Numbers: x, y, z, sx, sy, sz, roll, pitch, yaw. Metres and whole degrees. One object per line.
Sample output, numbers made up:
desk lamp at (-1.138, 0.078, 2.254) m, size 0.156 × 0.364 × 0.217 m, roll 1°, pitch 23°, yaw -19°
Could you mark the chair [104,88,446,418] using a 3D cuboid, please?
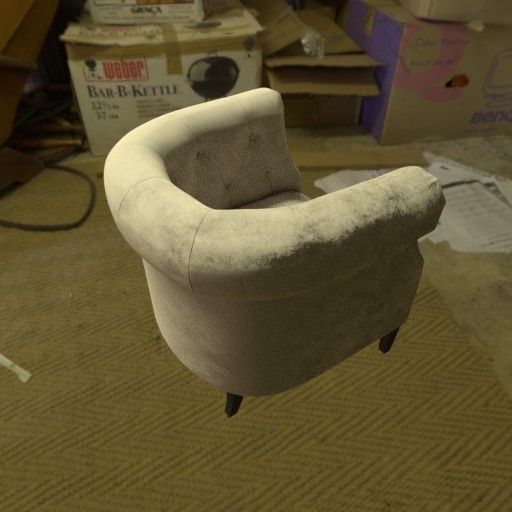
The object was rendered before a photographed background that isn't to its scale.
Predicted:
chair at (0.000, 0.000, 1.528) m, size 0.851 × 0.826 × 0.904 m, roll -23°, pitch 46°, yaw -25°
